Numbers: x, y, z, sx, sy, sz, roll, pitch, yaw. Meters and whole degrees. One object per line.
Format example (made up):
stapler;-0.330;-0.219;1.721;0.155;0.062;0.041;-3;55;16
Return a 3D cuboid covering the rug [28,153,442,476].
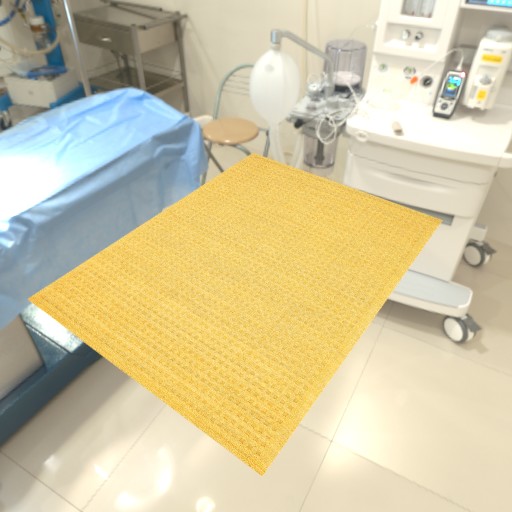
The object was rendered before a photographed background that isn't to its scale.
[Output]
rug;0.000;0.000;4.240;2.486;0.015;3.242;26;47;27
